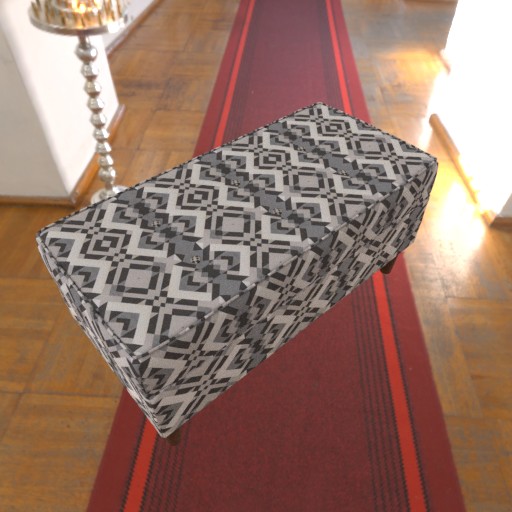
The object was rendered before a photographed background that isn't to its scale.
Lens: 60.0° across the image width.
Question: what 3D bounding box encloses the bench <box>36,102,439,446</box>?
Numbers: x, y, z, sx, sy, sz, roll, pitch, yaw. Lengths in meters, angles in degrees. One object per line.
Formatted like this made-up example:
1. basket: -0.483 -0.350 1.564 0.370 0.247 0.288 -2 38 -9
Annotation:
1. bench: 0.000 0.000 1.314 1.016 0.477 0.492 -32 54 -28
